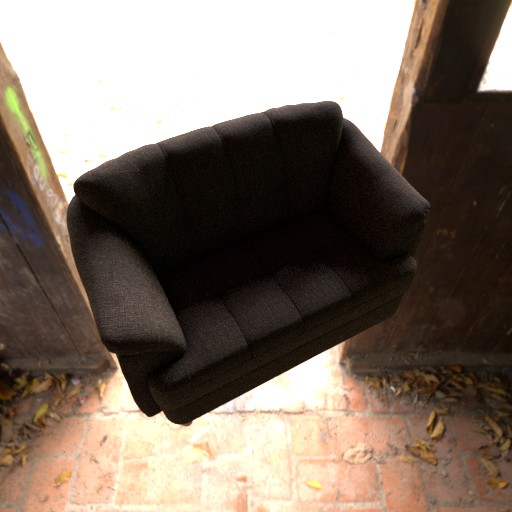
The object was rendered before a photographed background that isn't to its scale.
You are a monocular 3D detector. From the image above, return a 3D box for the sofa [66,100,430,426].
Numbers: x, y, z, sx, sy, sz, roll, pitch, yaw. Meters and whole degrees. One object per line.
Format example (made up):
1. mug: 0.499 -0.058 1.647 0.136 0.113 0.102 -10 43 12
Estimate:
1. sofa: 0.000 0.000 1.939 1.404 0.895 0.799 -22 52 -19
